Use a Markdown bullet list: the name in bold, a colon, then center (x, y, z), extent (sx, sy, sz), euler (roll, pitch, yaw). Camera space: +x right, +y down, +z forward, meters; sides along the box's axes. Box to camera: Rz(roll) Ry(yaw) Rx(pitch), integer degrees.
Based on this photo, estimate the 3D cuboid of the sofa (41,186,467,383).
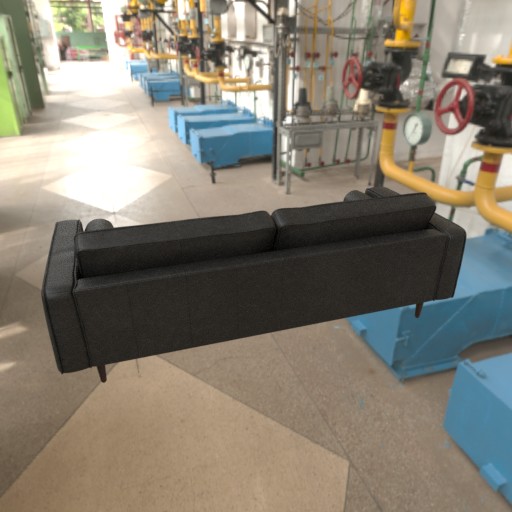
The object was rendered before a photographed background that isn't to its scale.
- **sofa**: center (0.000, 0.000, 2.598), extent (2.210, 0.762, 0.914), euler (-8, 28, -16)
